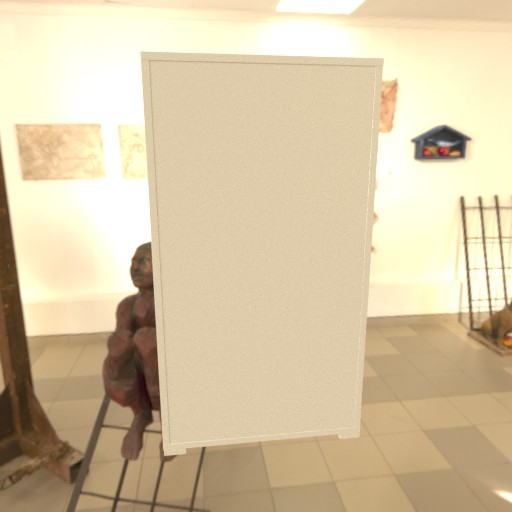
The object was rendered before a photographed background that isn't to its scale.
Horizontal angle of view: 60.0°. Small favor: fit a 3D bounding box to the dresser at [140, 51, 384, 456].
[{"bbox_3d":[0.000,0.000,1.501,0.650,1.190,0.400,-2,14,-8],"label":"dresser"}]
